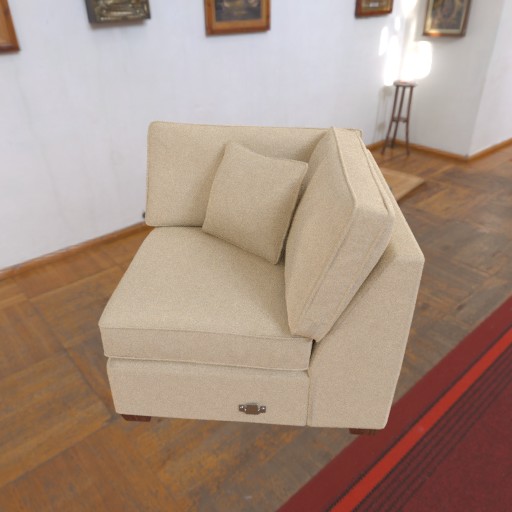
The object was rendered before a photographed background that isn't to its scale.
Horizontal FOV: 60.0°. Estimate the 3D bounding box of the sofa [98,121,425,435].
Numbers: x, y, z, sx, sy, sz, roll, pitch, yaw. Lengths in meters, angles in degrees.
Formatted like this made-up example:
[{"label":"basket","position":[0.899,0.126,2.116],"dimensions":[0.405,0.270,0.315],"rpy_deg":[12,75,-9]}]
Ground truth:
[{"label":"sofa","position":[0.000,0.000,1.947],"dimensions":[1.084,1.002,1.146],"rpy_deg":[2,30,3]}]
